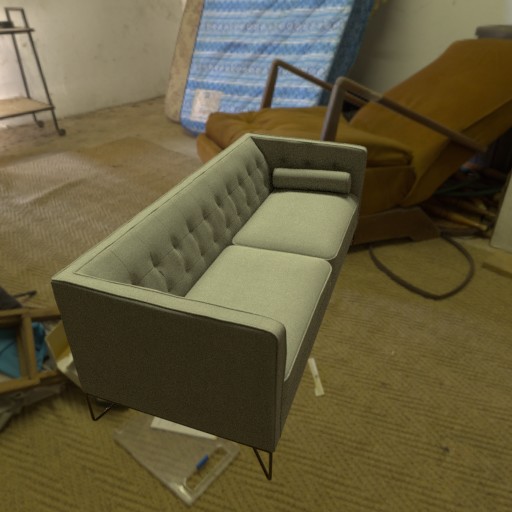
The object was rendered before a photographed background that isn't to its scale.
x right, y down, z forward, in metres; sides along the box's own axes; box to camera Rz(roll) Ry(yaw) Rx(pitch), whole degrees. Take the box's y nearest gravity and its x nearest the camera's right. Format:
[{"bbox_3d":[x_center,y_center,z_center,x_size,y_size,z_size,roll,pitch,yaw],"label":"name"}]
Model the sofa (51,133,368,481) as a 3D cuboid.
[{"bbox_3d":[0.000,0.000,2.537,0.912,0.798,2.079,11,33,17],"label":"sofa"}]
